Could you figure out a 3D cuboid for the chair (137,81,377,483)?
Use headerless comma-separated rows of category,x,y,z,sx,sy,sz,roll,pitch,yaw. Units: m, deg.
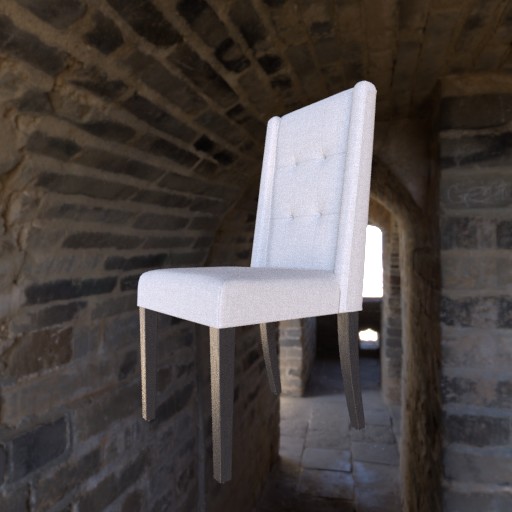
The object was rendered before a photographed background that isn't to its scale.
chair,0.000,0.000,1.252,0.523,0.961,0.474,0,1,-35
